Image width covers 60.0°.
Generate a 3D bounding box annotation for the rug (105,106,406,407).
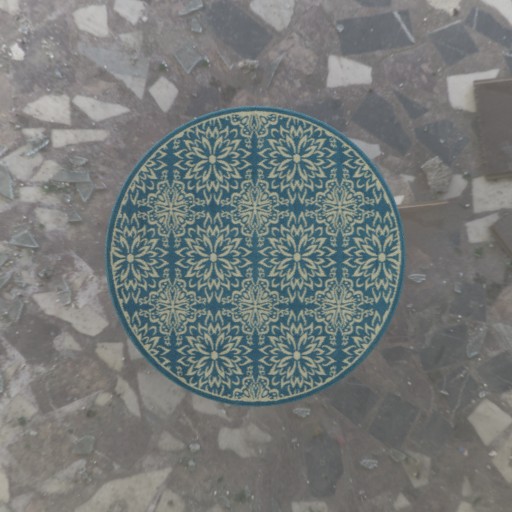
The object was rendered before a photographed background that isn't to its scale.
[{"bbox_3d":[0.000,0.000,2.347,1.593,0.012,1.593,0,90,-1],"label":"rug"}]
